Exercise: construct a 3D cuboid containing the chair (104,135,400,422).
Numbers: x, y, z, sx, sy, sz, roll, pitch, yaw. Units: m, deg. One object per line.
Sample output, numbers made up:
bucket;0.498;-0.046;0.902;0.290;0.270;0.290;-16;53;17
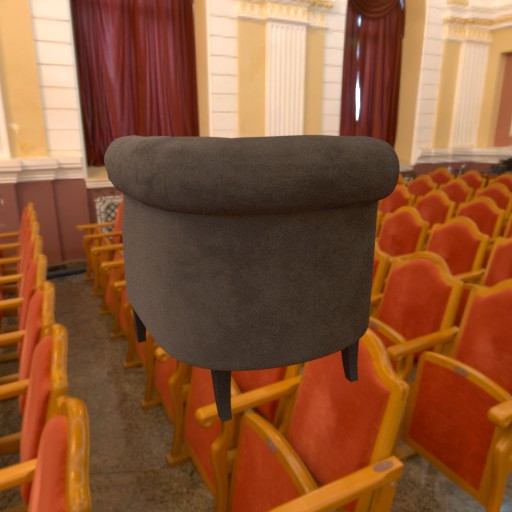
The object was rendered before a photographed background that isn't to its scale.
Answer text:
chair;0.000;0.000;1.565;0.904;0.826;0.851;-8;17;-26
